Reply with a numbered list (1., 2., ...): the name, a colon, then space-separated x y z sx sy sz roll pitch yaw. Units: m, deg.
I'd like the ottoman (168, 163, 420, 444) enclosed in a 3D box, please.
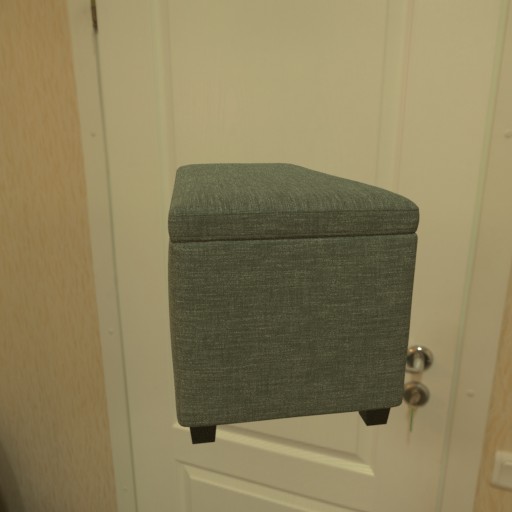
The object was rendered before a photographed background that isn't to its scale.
1. ottoman: 0.000 0.000 1.135 0.419 0.432 0.902 -2 15 -9
